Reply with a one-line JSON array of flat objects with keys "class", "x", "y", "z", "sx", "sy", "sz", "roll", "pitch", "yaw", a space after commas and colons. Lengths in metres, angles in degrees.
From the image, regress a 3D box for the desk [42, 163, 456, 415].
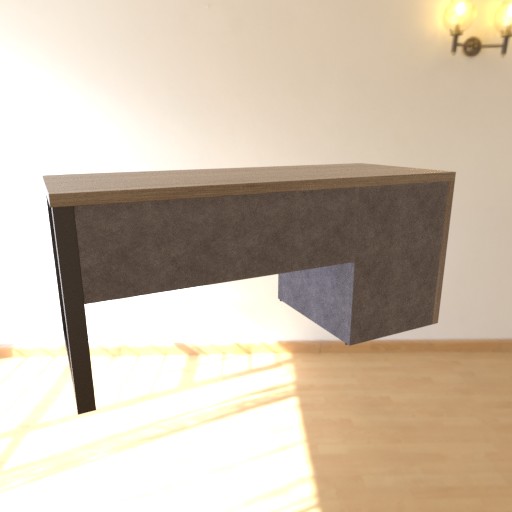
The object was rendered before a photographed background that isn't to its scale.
[{"class": "desk", "x": 0.000, "y": 0.000, "z": 2.061, "sx": 1.700, "sy": 0.760, "sz": 0.690, "roll": -8, "pitch": 17, "yaw": -25}]
